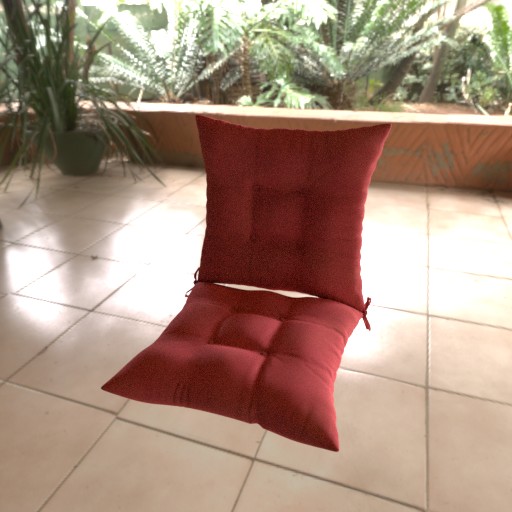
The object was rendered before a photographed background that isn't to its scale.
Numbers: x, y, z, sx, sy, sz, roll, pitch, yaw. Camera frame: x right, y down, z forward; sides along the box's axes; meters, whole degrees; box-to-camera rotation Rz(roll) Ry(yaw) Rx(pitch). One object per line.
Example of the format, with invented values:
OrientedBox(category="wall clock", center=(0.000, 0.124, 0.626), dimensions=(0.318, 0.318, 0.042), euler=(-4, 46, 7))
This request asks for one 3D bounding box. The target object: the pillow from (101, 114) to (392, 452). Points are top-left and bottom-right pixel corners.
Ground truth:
OrientedBox(category="pillow", center=(0.000, 0.000, 1.012), dimensions=(0.541, 0.536, 0.585), euler=(8, 27, 16))
